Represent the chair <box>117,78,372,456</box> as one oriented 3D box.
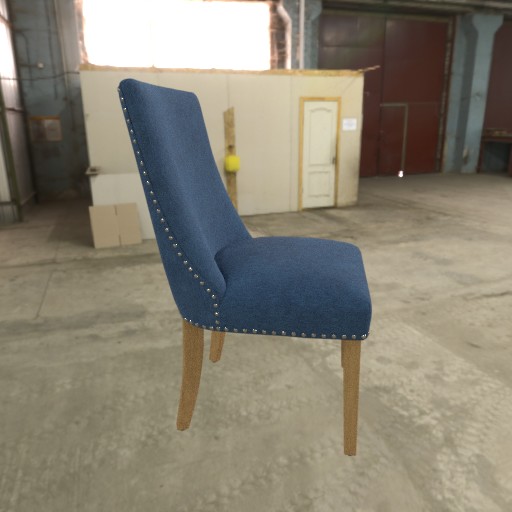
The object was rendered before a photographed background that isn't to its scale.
[{"bbox_3d":[0.000,0.000,1.243,0.610,0.902,0.495,3,17,9],"label":"chair"}]
